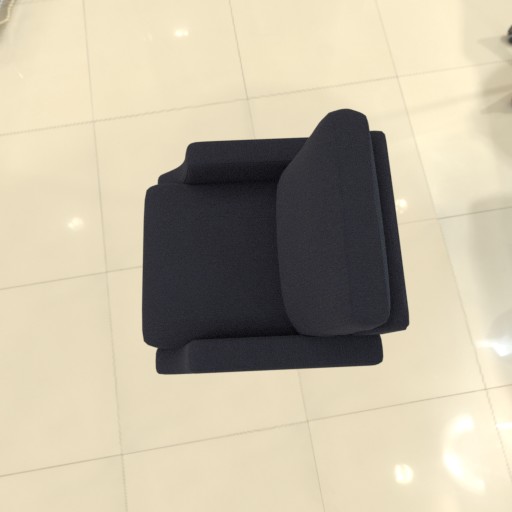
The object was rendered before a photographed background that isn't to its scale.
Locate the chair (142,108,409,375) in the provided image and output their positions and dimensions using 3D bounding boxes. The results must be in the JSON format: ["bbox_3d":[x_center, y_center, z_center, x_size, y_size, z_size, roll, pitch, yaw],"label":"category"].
[{"bbox_3d":[0.000,0.000,1.705,0.897,0.991,0.855,-2,76,-1],"label":"chair"}]
